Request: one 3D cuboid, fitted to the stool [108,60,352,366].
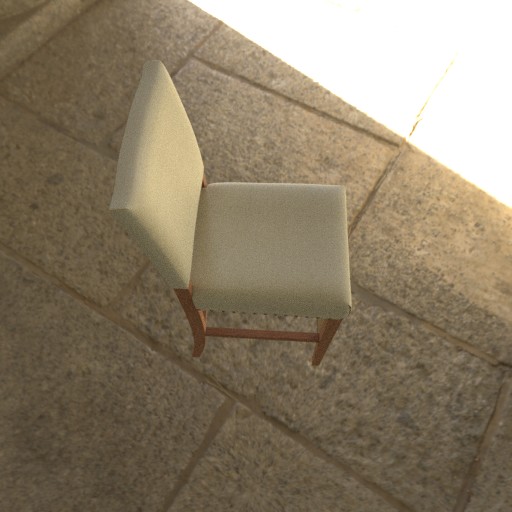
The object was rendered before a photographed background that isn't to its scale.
[{"bbox_3d":[0.000,0.000,1.474,0.584,1.168,0.445,3,63,1],"label":"stool"}]
